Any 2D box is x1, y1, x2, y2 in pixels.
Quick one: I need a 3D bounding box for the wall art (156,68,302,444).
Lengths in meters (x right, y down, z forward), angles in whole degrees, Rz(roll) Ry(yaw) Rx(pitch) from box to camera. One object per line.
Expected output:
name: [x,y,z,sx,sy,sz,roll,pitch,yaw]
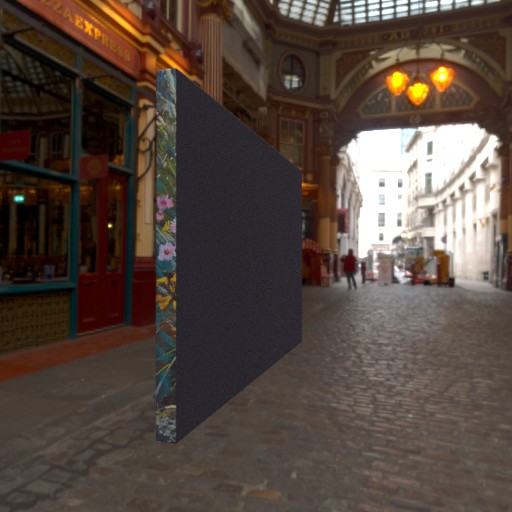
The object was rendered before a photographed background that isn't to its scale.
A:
wall art: [0.000,0.000,1.148,0.037,0.604,0.908,0,0,19]
